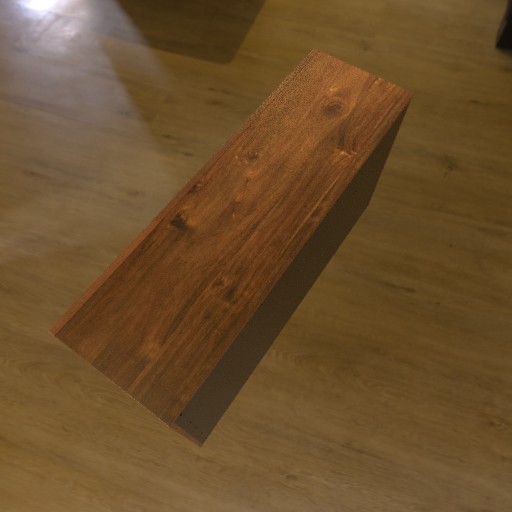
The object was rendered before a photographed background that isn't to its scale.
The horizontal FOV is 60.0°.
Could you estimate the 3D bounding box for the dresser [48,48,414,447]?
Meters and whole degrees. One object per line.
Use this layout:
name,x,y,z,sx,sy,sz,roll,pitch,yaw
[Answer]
dresser,0.000,0.000,1.811,0.446,0.873,1.400,32,67,15
